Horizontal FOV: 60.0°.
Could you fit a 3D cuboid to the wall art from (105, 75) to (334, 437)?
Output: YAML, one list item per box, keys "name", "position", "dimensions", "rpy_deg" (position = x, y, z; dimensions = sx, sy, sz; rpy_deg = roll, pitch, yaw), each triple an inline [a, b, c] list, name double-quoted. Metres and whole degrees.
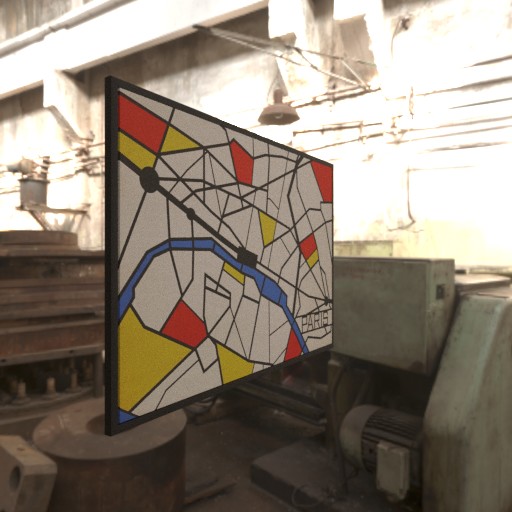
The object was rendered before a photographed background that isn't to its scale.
- name: "wall art"
  position: [0.000, 0.000, 0.839]
  dimensions: [0.013, 0.458, 0.664]
  rpy_deg: [0, 0, 35]
